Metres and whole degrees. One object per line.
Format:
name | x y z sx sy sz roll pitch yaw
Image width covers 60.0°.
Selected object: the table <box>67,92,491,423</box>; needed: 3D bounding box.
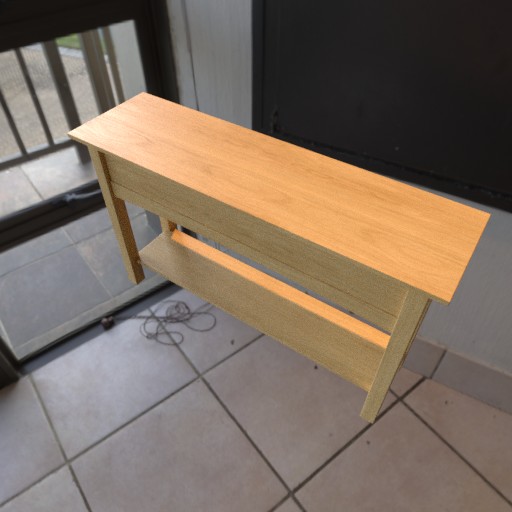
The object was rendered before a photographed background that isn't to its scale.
table | 0.000 0.000 1.554 1.240 0.730 0.350 26 51 23
